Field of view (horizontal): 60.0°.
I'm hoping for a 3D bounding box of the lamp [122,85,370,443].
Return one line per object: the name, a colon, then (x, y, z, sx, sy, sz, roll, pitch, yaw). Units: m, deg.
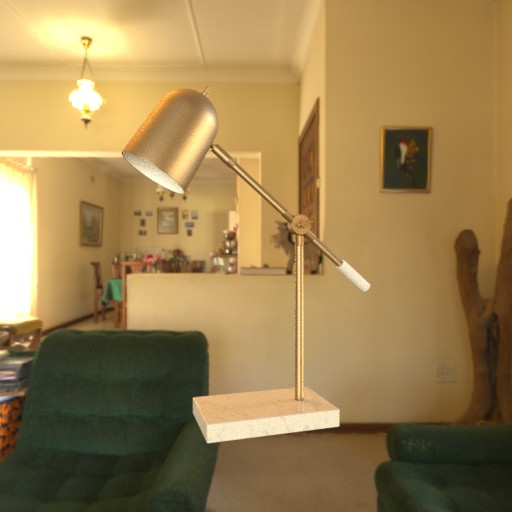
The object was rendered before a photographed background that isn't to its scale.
lamp: (0.000, 0.000, 0.813, 0.471, 0.603, 0.144, 0, 0, -17)
